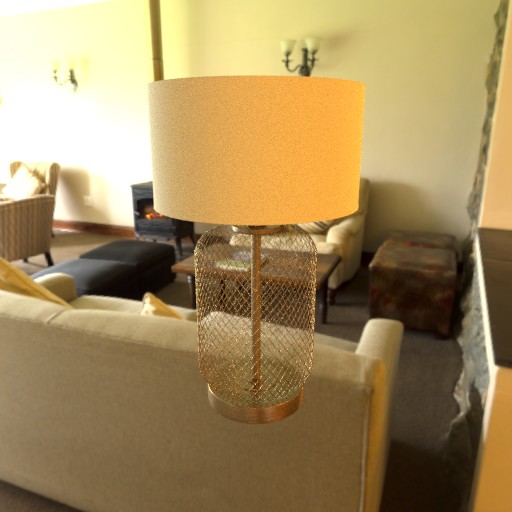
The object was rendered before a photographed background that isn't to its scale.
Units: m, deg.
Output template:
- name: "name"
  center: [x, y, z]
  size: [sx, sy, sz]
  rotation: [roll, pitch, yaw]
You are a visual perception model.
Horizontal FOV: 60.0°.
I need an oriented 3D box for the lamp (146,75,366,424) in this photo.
- name: "lamp"
  center: [0.000, 0.000, 0.810]
  size: [0.353, 0.578, 0.353]
  rotation: [0, 16, 0]
